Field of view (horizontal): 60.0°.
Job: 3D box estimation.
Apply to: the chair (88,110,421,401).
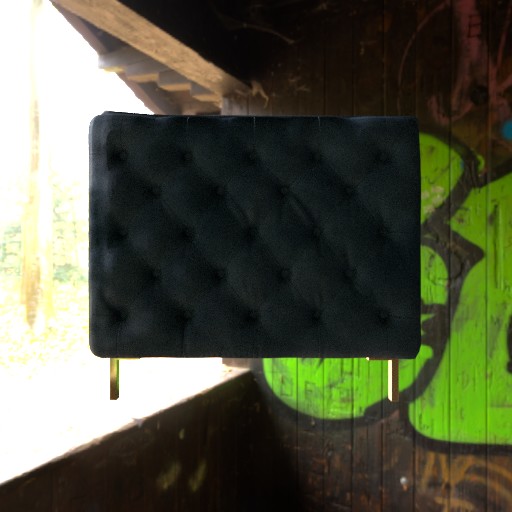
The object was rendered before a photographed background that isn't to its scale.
[{"bbox_3d":[0.000,0.000,1.539,0.877,0.771,0.868,0,0,0],"label":"chair"}]
